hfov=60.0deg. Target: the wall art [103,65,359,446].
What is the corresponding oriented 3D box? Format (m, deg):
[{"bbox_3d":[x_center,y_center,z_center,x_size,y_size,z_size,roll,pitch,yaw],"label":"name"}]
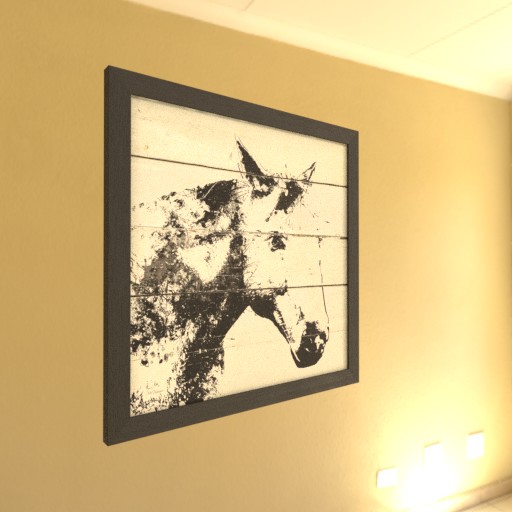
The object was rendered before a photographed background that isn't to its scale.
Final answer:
[{"bbox_3d":[0.000,0.000,1.501,1.016,1.016,0.038,0,-1,-37],"label":"wall art"}]
